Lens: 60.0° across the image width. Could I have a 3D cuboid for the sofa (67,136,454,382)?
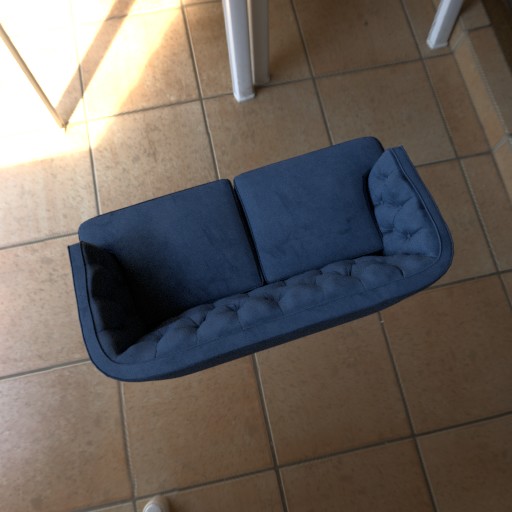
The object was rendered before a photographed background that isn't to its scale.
[{"bbox_3d":[0.000,0.000,2.349,1.733,0.854,0.941,-17,76,-4],"label":"sofa"}]
